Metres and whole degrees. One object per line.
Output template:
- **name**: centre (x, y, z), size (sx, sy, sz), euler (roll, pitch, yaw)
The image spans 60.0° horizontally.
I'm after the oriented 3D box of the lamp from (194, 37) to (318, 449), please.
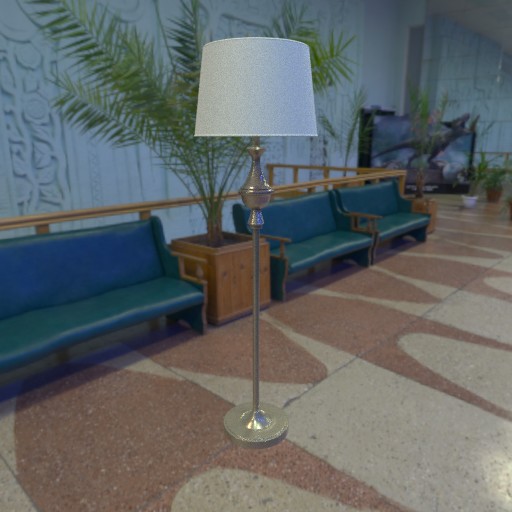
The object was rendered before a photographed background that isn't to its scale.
- **lamp**: centre (0.000, 0.000, 1.668), size (0.431, 1.488, 0.431), euler (0, 15, 0)
